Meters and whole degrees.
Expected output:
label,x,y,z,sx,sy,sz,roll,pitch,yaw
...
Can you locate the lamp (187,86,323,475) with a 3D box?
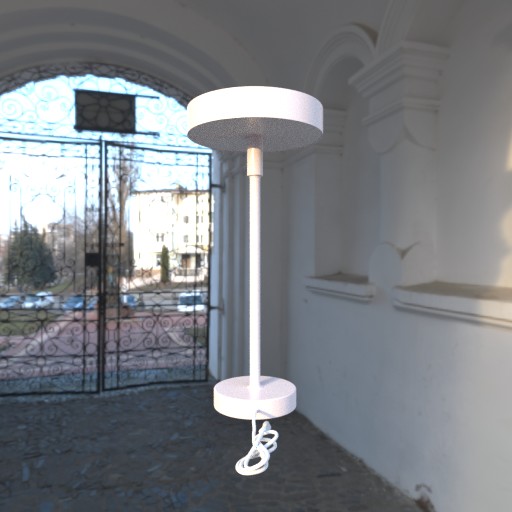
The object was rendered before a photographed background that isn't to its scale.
label,x,y,z,sx,sy,sz,roll,pitch,yaw
lamp,0.000,0.000,0.685,0.229,0.508,0.369,0,0,-1
